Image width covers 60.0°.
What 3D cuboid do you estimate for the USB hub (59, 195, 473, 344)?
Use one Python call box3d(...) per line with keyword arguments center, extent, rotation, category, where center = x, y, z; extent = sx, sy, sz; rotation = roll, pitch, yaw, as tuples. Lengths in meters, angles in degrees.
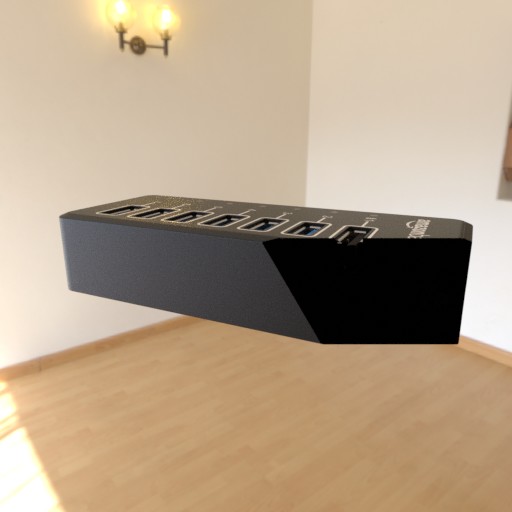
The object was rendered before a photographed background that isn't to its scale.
box3d(center=(0.000, 0.000, 0.127), extent=(0.110, 0.023, 0.044), rotation=(8, 18, 25), category="USB hub")
